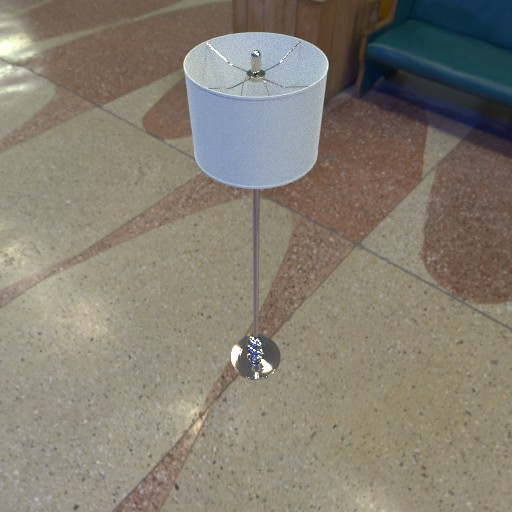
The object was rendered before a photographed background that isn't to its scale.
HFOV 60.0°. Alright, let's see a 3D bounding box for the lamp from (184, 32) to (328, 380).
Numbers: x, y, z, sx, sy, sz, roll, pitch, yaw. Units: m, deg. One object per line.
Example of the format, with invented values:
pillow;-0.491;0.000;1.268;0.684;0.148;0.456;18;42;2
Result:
lamp;0.000;0.000;1.628;0.356;1.487;0.356;34;56;27
